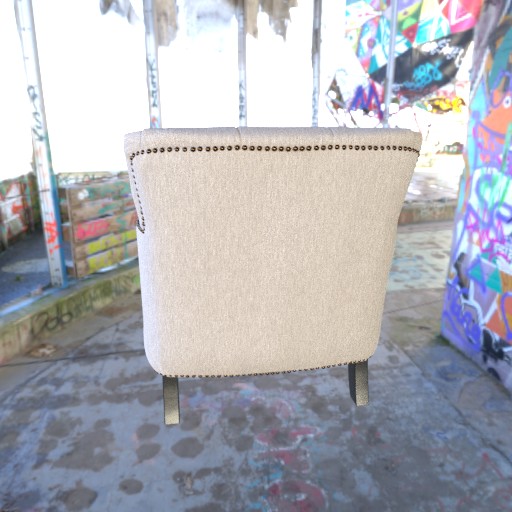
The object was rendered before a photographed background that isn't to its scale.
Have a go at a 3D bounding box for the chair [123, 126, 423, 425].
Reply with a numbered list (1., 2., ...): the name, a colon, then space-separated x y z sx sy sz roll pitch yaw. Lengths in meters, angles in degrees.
1. chair: 0.000 0.000 1.472 0.737 0.823 0.902 -2 16 -9
